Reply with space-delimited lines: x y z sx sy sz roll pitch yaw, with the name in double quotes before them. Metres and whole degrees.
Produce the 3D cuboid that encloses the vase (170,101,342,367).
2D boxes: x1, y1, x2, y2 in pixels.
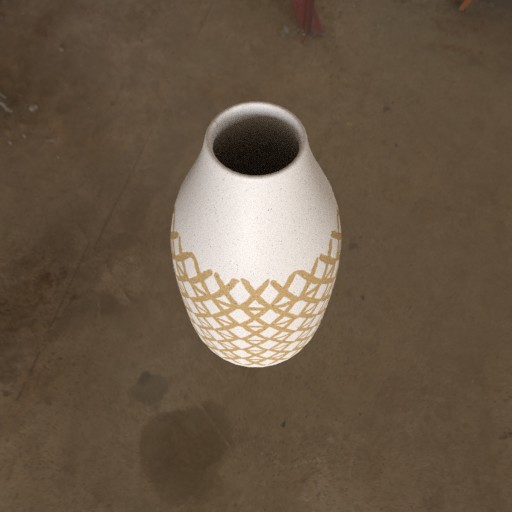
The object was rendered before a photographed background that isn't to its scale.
"vase" 0.000 0.000 0.494 0.186 0.380 0.186 0 63 0
